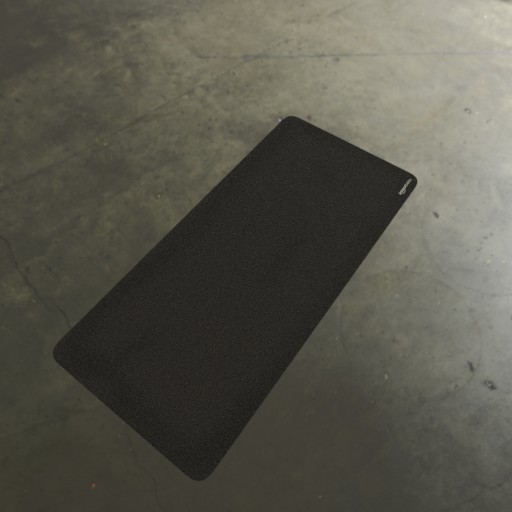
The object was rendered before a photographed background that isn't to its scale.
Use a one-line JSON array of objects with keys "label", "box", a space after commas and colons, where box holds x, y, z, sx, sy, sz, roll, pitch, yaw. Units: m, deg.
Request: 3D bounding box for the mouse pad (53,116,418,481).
[{"label": "mouse pad", "box": [0.000, 0.000, 1.054, 0.424, 0.003, 0.907, 32, 64, 18]}]
